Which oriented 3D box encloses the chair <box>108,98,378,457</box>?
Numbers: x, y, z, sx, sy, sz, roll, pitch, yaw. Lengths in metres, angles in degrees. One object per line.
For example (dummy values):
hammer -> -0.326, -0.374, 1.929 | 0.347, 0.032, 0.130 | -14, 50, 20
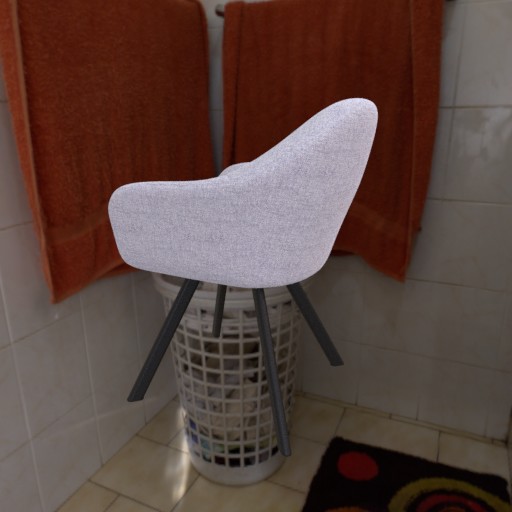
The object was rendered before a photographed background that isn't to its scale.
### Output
chair -> 0.000, 0.000, 1.177 | 0.570, 0.780, 0.540 | 8, 19, 25
